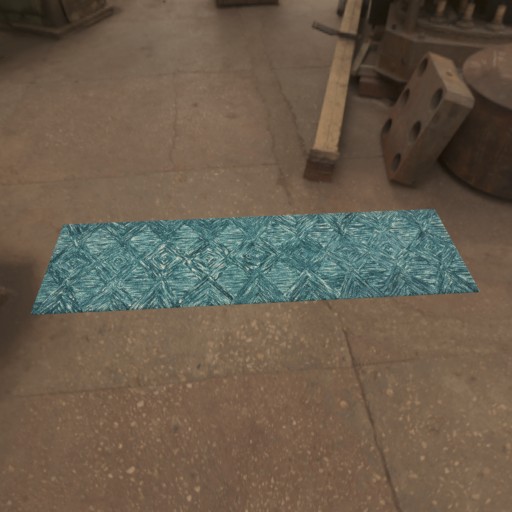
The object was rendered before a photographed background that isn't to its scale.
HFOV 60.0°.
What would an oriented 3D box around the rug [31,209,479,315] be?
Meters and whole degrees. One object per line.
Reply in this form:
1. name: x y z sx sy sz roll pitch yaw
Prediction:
1. rug: 0.000 0.000 2.489 2.286 0.016 0.676 -3 45 -3
